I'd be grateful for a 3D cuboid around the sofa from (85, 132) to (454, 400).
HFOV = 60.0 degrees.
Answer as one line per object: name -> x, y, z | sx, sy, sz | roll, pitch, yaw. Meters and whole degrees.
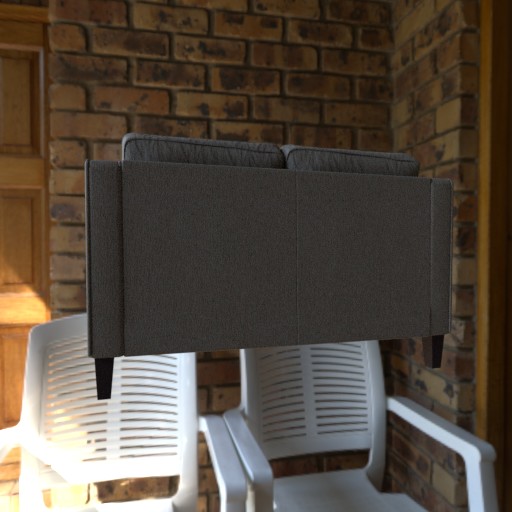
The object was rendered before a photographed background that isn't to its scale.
sofa -> 0.000, 0.000, 2.180 | 1.503, 0.981, 0.985 | 0, 1, -17
